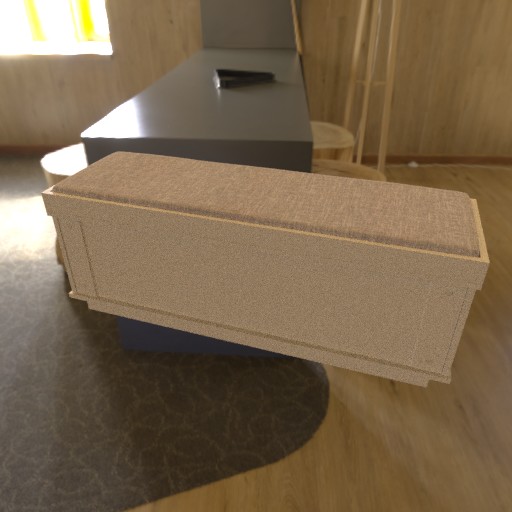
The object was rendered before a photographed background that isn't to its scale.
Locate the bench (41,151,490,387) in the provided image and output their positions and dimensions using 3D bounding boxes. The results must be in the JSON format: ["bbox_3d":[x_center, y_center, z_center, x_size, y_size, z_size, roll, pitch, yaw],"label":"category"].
[{"bbox_3d":[0.000,0.000,1.383,1.196,0.453,0.363,10,33,16],"label":"bench"}]
